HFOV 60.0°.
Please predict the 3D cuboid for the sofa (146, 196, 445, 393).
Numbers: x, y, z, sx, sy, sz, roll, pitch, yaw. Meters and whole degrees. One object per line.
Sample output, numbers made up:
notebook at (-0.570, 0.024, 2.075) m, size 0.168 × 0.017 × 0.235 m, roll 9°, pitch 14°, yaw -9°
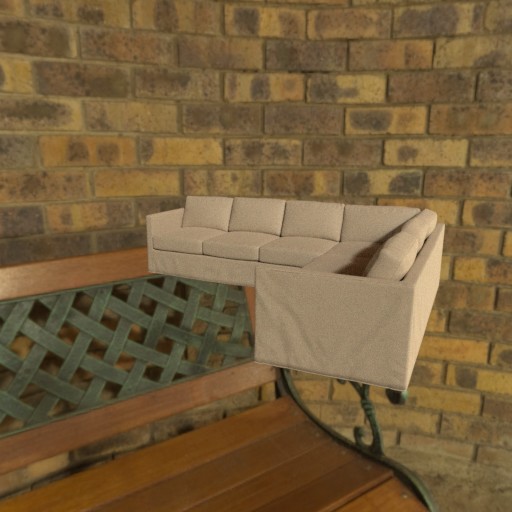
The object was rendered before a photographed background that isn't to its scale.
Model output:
sofa at (0.000, 0.000, 4.265) m, size 3.182 × 0.871 × 2.432 m, roll 7°, pitch 15°, yaw 26°
